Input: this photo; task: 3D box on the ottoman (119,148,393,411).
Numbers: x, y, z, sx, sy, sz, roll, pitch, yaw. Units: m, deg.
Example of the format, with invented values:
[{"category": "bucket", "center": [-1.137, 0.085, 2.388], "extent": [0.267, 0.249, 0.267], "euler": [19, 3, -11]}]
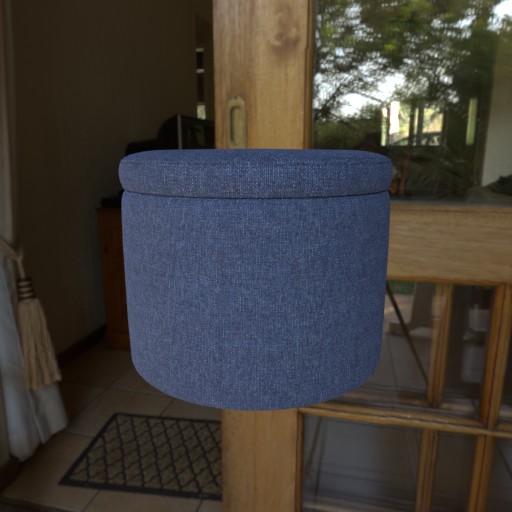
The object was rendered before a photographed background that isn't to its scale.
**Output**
[{"category": "ottoman", "center": [0.000, 0.000, 0.912], "extent": [0.520, 0.430, 0.520], "euler": [0, 13, 0]}]
